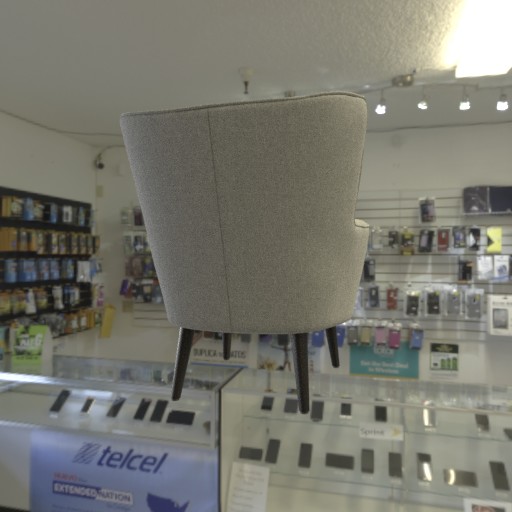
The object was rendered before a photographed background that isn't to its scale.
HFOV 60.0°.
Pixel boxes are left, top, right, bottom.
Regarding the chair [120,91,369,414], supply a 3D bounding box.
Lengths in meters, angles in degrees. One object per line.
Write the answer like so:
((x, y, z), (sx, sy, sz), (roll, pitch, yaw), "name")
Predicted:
((0.000, 0.000, 1.572), (0.781, 0.933, 0.888), (0, 0, 16), "chair")
